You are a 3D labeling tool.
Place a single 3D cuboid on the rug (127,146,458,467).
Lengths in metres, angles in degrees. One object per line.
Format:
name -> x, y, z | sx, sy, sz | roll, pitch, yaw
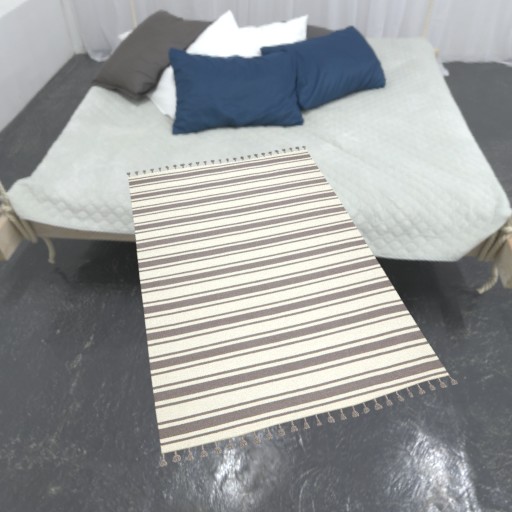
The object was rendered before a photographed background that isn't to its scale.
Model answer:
rug -> 0.000, 0.000, 2.989 | 1.563, 0.014, 2.425 | -11, 47, -11
